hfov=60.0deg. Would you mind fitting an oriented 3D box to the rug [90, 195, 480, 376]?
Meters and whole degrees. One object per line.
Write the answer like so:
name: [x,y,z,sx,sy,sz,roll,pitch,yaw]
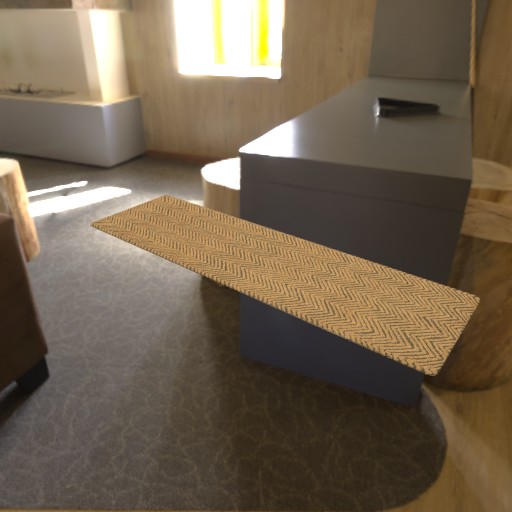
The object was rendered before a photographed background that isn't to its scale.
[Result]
rug: [0.000,0.000,2.563,2.286,0.008,0.686,21,35,32]
